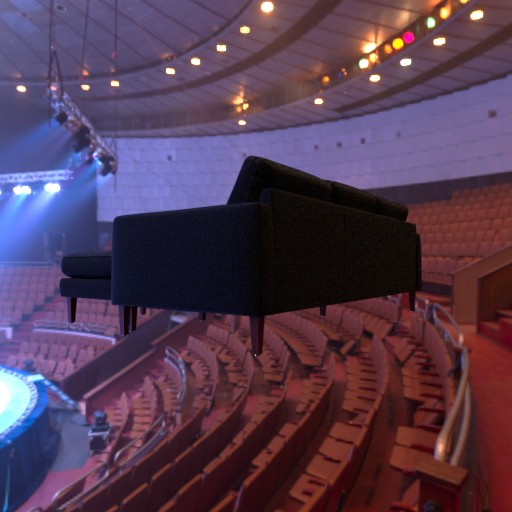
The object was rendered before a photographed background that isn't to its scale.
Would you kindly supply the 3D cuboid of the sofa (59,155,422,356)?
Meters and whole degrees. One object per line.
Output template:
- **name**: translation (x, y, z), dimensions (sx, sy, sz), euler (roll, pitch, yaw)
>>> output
- **sofa**: translation (0.000, 0.000, 3.035), dimensions (1.613, 0.841, 2.185), euler (-1, -1, 36)
